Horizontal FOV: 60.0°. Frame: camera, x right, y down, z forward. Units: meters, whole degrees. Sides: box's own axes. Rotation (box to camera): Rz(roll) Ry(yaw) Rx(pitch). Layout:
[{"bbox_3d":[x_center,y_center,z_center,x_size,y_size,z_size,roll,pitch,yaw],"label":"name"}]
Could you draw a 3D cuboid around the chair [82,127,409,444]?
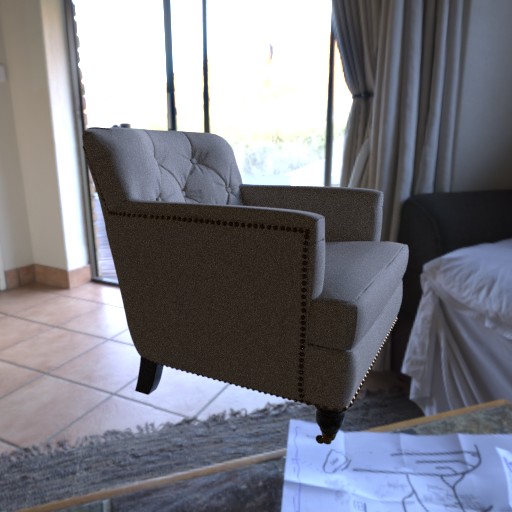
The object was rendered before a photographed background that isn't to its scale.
[{"bbox_3d":[0.000,0.000,1.475,0.902,0.823,0.737,7,15,26],"label":"chair"}]
